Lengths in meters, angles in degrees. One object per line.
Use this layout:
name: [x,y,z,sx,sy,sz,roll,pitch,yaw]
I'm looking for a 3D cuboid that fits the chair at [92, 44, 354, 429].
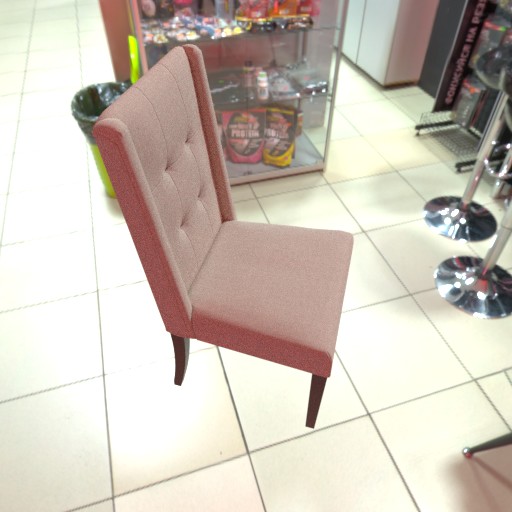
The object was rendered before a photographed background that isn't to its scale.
chair: [0.000,0.000,1.240,0.523,0.961,0.474,11,46,11]
